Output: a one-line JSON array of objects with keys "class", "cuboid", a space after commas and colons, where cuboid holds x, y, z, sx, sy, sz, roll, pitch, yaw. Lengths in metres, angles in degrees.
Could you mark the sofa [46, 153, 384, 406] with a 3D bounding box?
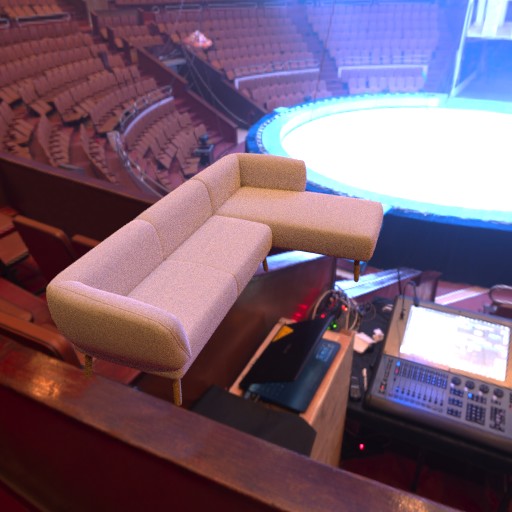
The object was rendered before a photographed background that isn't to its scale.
[{"class": "sofa", "cuboid": [0.000, 0.000, 3.289, 1.610, 0.730, 2.660, 10, 32, 17]}]
